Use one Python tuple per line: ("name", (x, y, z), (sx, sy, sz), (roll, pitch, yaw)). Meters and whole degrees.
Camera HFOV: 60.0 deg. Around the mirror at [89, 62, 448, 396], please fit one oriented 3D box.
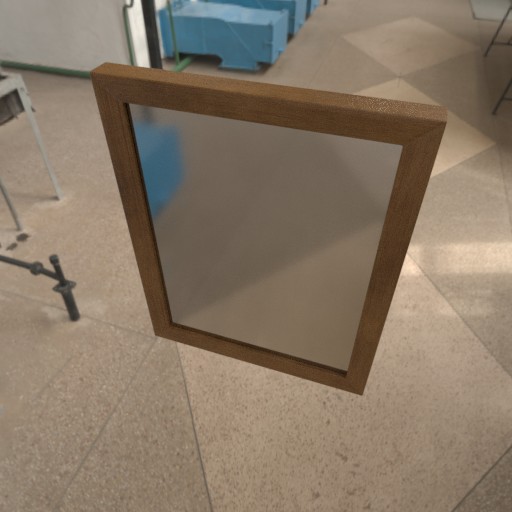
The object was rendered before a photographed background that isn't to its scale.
("mirror", (0.000, 0.000, 0.663), (0.405, 0.508, 0.041), (13, 44, 14))
